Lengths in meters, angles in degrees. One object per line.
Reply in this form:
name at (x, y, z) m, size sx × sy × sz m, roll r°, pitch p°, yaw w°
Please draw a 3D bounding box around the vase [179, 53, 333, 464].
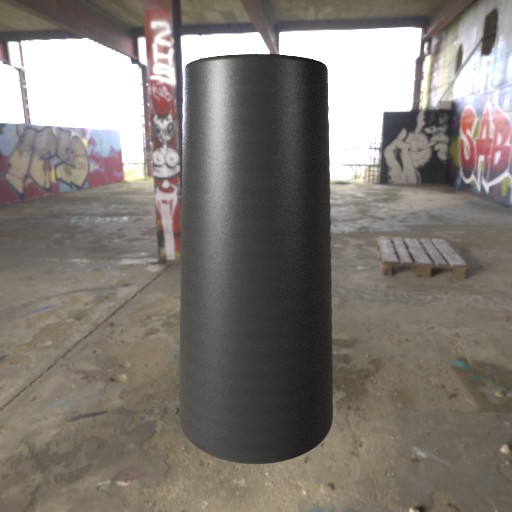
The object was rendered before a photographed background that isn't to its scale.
vase at (0.000, 0.000, 0.363) m, size 0.136 × 0.289 × 0.136 m, roll 8°, pitch 16°, yaw 27°
